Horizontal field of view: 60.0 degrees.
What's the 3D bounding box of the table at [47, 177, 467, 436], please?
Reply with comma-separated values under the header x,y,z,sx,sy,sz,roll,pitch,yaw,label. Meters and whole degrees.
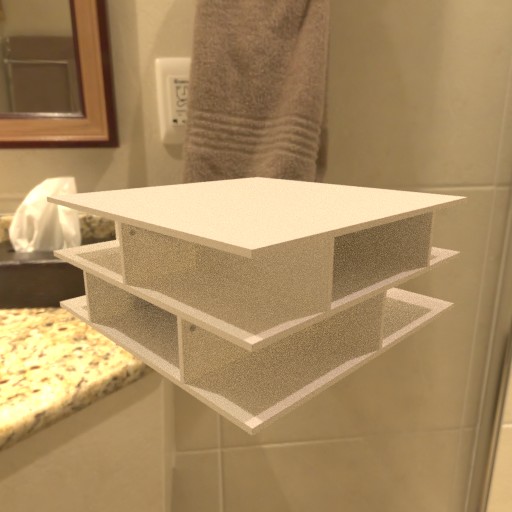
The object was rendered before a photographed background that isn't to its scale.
x,y,z,sx,sy,sz,roll,pitch,yaw,label
0.000,0.000,1.081,0.700,0.289,0.700,-15,21,-42,table
